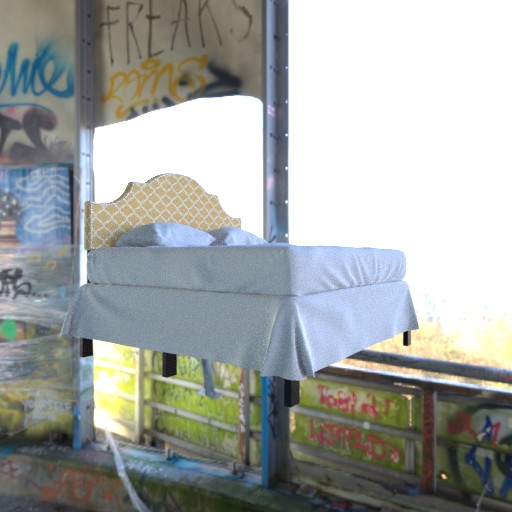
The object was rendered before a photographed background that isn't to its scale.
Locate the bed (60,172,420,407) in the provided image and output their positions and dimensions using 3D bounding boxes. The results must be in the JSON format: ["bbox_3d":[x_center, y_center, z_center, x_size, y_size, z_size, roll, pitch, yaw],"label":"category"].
[{"bbox_3d":[0.000,0.000,3.773,2.222,1.601,2.314,0,0,36],"label":"bed"}]
